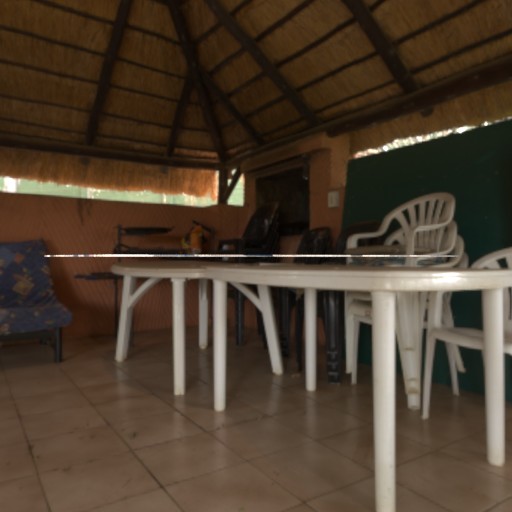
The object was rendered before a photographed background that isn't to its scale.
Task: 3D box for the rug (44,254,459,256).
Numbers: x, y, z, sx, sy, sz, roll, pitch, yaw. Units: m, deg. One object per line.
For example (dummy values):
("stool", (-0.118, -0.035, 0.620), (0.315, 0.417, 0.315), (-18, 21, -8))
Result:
("rug", (0.000, 0.000, 3.041), (2.423, 0.008, 1.513), (0, 0, -34))
